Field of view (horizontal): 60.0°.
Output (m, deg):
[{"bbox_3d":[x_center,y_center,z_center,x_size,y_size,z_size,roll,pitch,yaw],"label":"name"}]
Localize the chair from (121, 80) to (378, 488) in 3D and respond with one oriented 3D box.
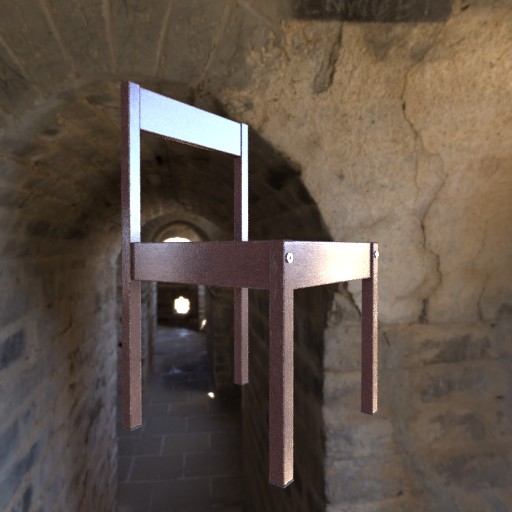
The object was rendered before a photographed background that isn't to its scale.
[{"bbox_3d":[0.000,0.000,0.681,0.285,0.505,0.285,1,1,36],"label":"chair"}]
